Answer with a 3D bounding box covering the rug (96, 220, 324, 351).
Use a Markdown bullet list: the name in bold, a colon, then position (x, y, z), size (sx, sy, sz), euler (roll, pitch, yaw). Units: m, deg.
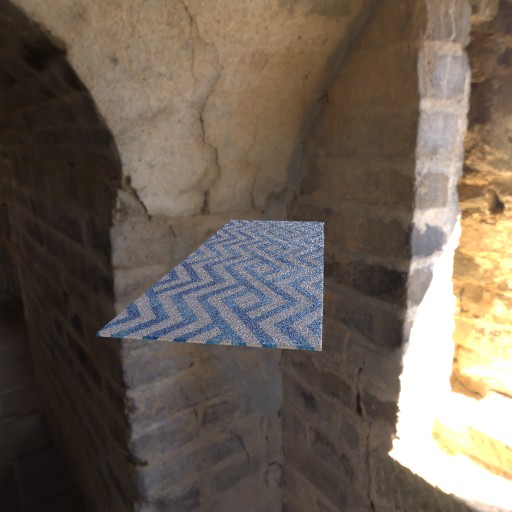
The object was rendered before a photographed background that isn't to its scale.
- **rug**: position (0.000, 0.000, 1.670), size (0.503, 0.007, 1.492), euler (2, 15, 8)
